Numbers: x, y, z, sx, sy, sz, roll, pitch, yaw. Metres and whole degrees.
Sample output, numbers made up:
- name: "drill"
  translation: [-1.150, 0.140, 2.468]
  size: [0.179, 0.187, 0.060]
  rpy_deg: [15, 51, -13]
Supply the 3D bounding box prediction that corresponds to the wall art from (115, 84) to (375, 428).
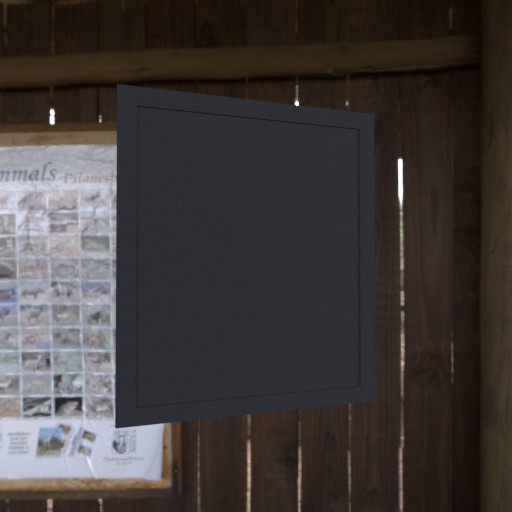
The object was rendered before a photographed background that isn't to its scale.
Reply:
- name: "wall art"
  translation: [0.000, 0.000, 0.517]
  size: [0.311, 0.361, 0.010]
  rpy_deg: [0, -1, -18]
